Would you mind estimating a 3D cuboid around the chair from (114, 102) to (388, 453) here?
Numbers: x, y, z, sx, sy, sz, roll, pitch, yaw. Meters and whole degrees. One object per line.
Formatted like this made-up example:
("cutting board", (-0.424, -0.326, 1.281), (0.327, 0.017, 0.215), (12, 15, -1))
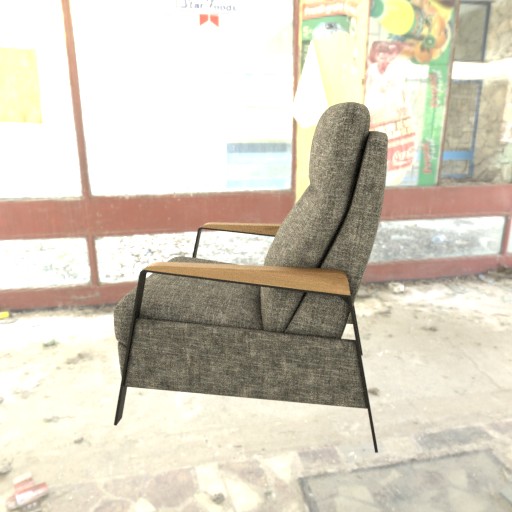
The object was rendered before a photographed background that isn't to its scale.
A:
("chair", (0.000, 0.000, 1.613), (0.868, 1.042, 0.671), (2, 16, 9))
